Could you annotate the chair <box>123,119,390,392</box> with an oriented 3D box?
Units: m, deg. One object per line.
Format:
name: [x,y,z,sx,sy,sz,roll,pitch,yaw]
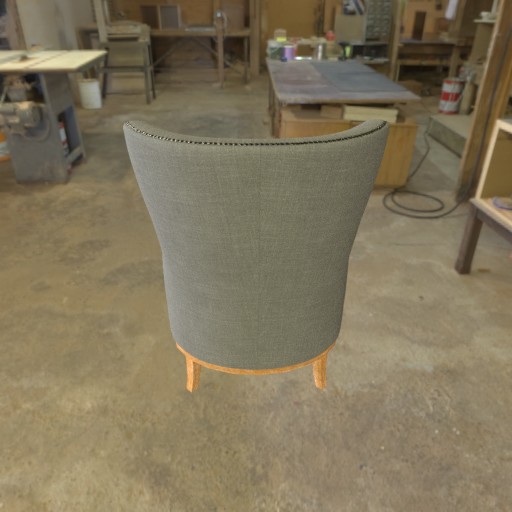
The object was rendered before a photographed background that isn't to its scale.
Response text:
chair: [0.000,0.000,1.828,0.864,1.176,0.883,-1,30,-1]
